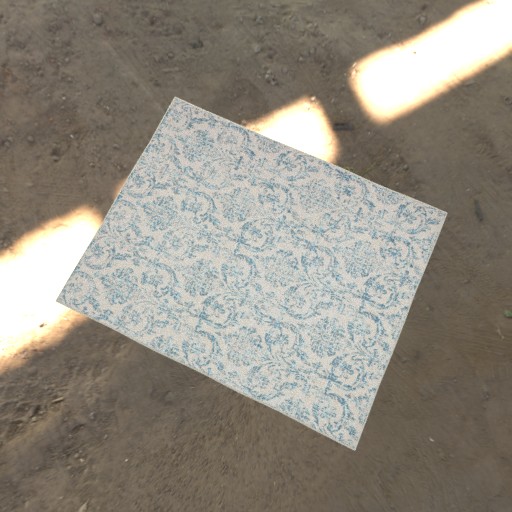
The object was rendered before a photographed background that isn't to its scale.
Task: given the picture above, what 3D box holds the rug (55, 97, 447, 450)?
[{"bbox_3d":[0.000,0.000,4.182,2.980,0.012,2.363,25,77,6],"label":"rug"}]
